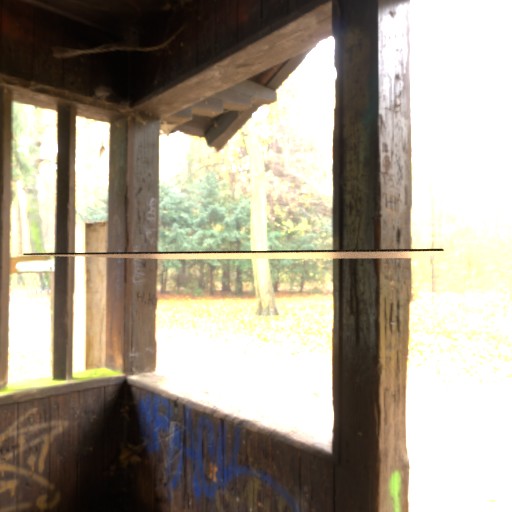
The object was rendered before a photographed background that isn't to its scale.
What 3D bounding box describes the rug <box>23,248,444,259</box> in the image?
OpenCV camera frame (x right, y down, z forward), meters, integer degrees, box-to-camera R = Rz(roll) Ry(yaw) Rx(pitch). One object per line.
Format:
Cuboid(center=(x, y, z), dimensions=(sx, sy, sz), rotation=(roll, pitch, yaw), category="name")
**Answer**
Cuboid(center=(0.000, 0.000, 3.954), dimensions=(2.932, 0.015, 2.315), rotation=(0, -1, 19), category="rug")
